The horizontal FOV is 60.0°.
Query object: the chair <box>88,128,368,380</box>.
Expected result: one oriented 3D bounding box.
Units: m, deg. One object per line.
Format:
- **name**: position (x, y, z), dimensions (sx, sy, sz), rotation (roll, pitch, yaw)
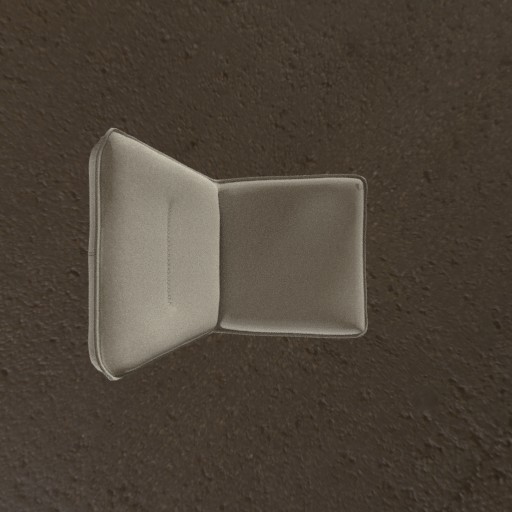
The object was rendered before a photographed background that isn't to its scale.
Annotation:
- **chair**: position (0.000, 0.000, 1.339), dimensions (0.688, 0.930, 0.515), rotation (0, 90, 0)
